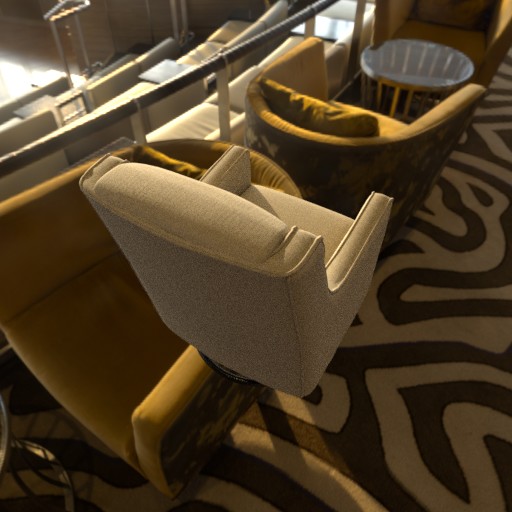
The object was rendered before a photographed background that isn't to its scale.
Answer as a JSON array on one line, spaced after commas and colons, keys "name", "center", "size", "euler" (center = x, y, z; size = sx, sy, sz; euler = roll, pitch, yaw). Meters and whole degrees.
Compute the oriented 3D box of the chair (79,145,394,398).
[{"name": "chair", "center": [0.000, 0.000, 1.645], "size": [0.732, 0.993, 0.879], "euler": [23, 50, 21]}]
